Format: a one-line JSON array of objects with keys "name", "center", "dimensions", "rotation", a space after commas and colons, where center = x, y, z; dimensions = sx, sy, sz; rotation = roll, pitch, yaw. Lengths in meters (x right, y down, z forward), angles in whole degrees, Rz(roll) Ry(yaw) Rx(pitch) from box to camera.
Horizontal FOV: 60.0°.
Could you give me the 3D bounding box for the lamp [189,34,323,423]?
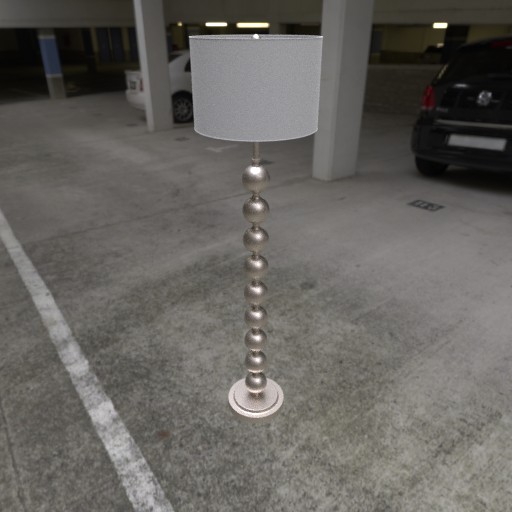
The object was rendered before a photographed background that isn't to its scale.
[{"name": "lamp", "center": [0.000, 0.000, 1.646], "dimensions": [0.394, 1.474, 0.394], "rotation": [-18, 33, -31]}]
